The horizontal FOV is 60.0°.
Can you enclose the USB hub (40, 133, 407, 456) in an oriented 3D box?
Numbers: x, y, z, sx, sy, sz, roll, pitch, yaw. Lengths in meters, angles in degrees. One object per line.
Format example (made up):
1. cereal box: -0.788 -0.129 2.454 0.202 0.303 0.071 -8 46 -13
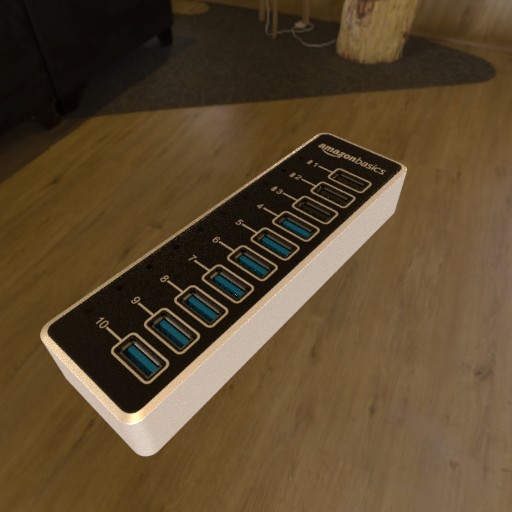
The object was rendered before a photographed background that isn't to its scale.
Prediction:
1. USB hub: 0.000 0.000 0.163 0.044 0.023 0.145 32 54 27
